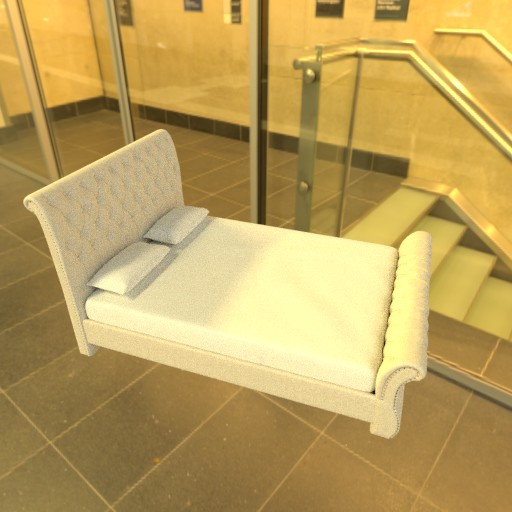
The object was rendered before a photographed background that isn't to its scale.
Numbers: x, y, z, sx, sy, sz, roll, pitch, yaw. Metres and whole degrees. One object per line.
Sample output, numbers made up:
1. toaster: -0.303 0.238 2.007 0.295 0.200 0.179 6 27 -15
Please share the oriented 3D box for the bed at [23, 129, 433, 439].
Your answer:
1. bed: 0.000 0.000 3.325 2.493 1.268 1.606 11 33 17
